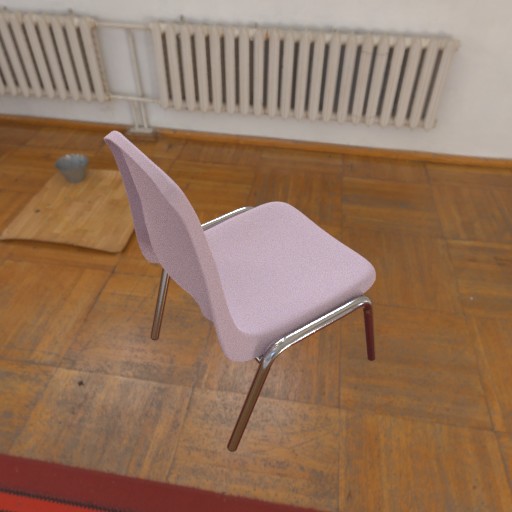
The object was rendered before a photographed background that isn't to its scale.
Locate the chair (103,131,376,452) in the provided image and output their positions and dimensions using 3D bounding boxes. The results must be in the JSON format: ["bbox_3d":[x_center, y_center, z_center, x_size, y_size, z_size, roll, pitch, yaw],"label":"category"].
[{"bbox_3d":[0.000,0.000,0.796,0.385,0.536,0.354,-26,47,-26],"label":"chair"}]
